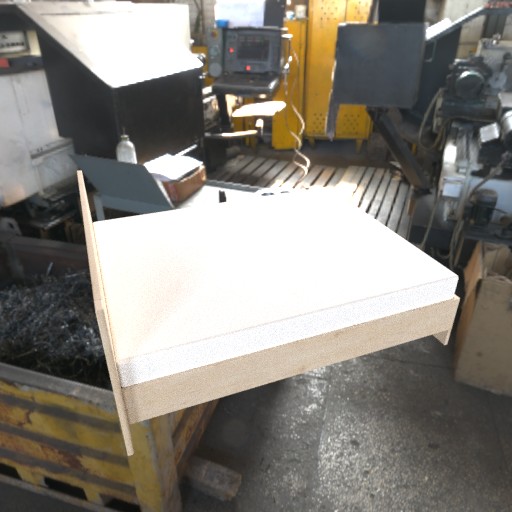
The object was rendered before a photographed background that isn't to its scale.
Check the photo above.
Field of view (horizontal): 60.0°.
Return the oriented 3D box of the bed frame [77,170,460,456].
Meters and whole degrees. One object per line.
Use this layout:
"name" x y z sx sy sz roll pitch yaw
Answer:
"bed frame" 0.000 0.000 3.041 2.080 0.900 1.800 -11 32 -18
